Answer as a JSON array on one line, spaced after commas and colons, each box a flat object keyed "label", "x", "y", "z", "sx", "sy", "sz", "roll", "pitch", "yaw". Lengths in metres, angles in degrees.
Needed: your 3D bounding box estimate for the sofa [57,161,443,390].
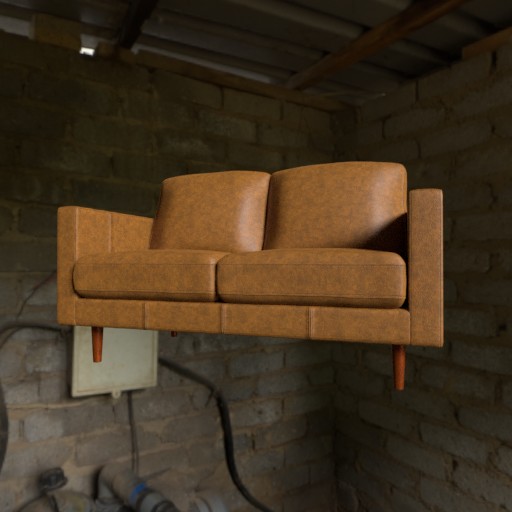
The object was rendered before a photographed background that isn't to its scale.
[{"label": "sofa", "x": 0.000, "y": 0.000, "z": 2.090, "sx": 1.578, "sy": 0.951, "sz": 0.909, "roll": 0, "pitch": -1, "yaw": 19}]
